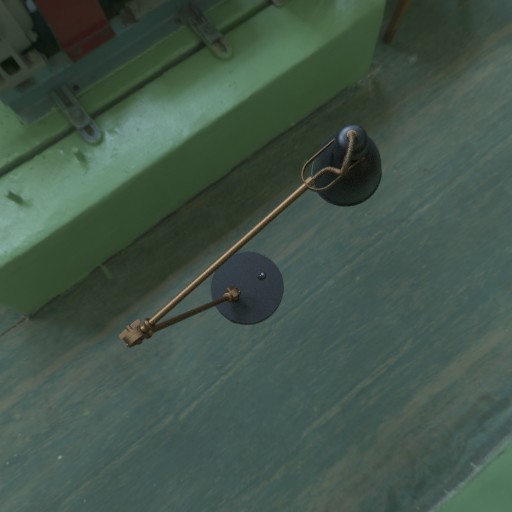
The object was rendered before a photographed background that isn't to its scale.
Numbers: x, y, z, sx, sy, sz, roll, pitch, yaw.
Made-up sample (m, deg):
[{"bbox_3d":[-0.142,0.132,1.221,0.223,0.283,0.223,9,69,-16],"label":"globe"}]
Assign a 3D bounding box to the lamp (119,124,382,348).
[{"bbox_3d":[0.000,0.000,0.881,0.561,0.587,0.187,-39,79,-9],"label":"lamp"}]
